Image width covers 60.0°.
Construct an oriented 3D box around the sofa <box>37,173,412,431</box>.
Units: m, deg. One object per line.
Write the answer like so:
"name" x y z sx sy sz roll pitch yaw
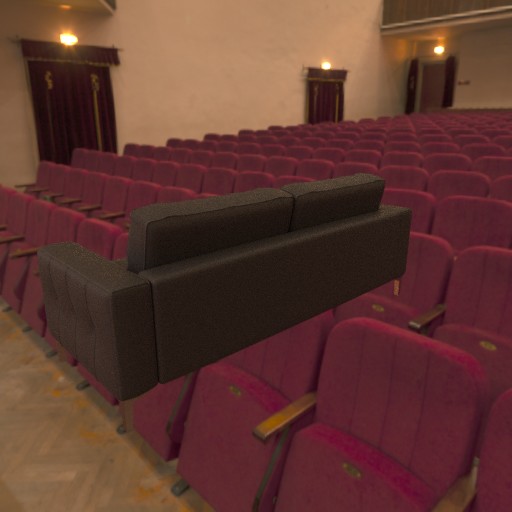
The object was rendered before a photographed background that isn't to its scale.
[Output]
"sofa" 0.000 0.000 2.704 2.275 0.893 0.833 -16 24 -40
